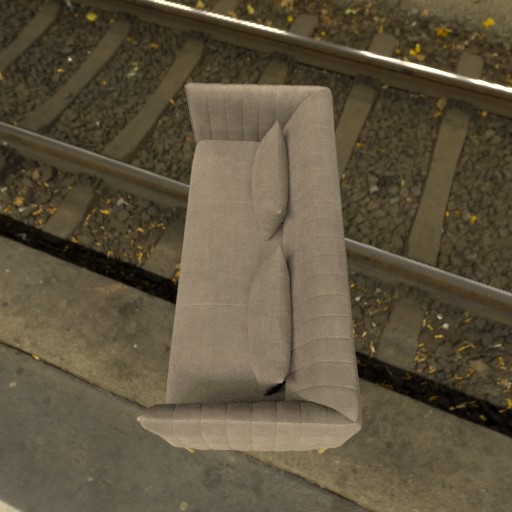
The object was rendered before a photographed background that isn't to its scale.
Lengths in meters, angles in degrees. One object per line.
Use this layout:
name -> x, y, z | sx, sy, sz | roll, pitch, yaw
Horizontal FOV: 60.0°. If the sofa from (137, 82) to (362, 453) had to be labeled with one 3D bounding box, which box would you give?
sofa -> 0.000, 0.000, 2.469 | 0.876, 0.780, 1.980 | 1, 61, 1
